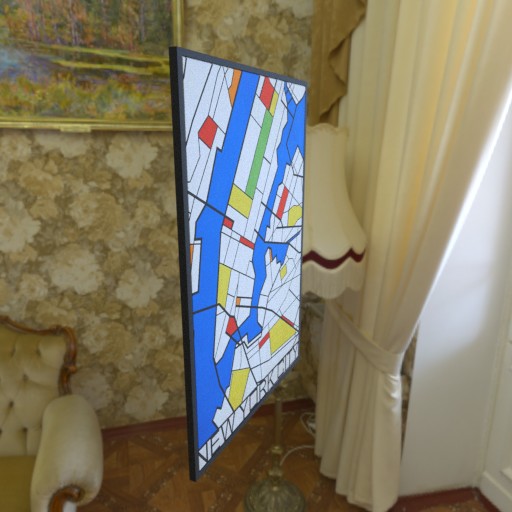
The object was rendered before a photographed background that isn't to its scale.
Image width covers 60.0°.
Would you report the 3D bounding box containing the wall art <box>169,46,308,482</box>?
[{"bbox_3d":[0.000,0.000,0.843,0.013,0.660,0.460,8,17,26],"label":"wall art"}]
